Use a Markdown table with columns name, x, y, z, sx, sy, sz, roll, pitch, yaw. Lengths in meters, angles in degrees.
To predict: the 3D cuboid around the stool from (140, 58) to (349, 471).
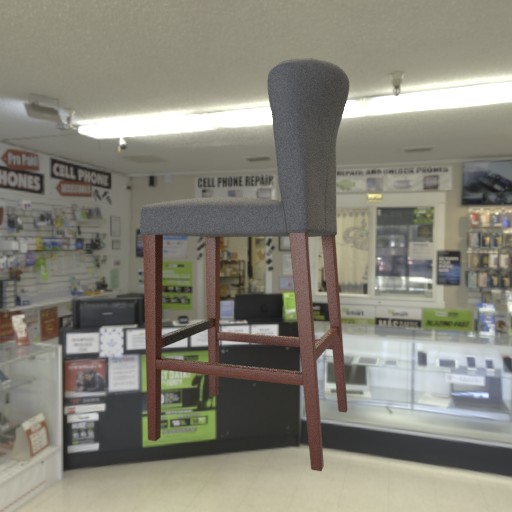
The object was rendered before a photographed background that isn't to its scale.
| name | x | y | z | sx | sy | sz | roll | pitch | yaw |
| --- | --- | --- | --- | --- | --- | --- | --- | --- | --- |
| stool | 0.000 | 0.000 | 1.394 | 0.568 | 1.069 | 0.481 | 1 | 2 | 20 |
